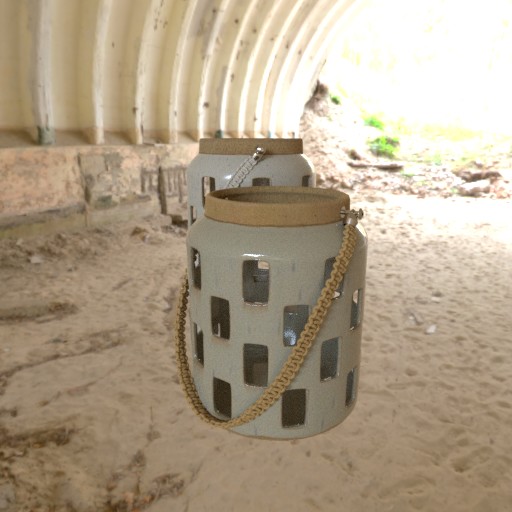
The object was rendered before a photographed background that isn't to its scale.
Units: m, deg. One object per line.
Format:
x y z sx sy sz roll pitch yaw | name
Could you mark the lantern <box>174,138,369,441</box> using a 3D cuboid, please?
0.000 0.000 0.498 0.184 0.255 0.347 -2 15 -9 | lantern
